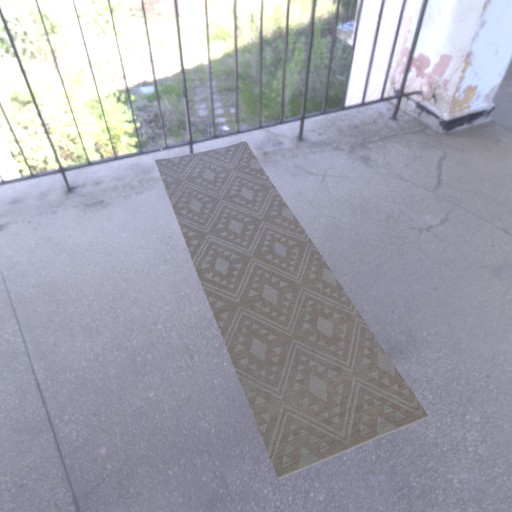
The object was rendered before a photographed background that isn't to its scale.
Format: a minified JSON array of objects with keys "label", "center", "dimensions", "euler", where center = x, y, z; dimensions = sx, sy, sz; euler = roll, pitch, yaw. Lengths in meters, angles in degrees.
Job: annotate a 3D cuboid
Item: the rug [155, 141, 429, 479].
[{"label":"rug","center":[0.000,0.000,2.714],"dimensions":[0.752,0.051,2.452],"euler":[-15,48,-14]}]
